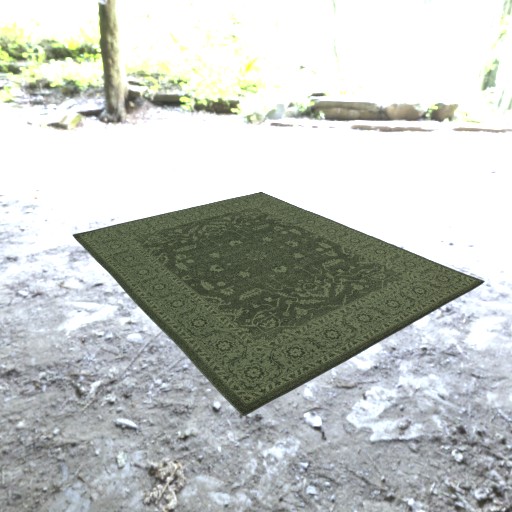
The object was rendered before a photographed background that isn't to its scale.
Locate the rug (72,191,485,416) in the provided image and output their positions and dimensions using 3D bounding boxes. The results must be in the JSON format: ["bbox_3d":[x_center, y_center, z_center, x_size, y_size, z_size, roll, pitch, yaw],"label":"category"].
[{"bbox_3d":[0.000,0.000,4.106,2.451,0.026,3.069,-18,31,-32],"label":"rug"}]
